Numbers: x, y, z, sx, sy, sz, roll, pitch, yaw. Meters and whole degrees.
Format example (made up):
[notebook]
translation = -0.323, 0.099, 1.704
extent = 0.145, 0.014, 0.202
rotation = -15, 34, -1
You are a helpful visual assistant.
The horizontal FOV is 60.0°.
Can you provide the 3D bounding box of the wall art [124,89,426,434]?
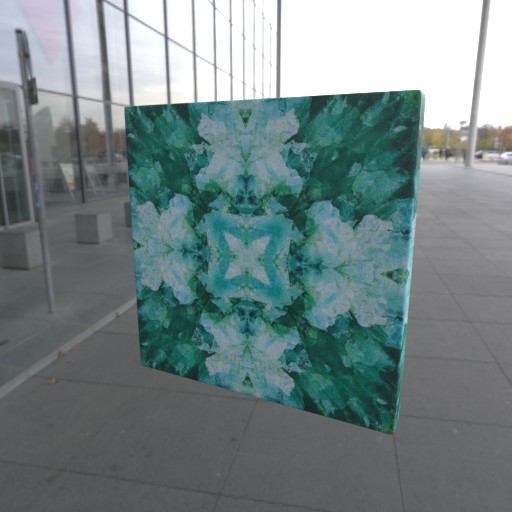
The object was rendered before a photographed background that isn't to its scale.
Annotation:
[wall art]
translation = 0.000, 0.000, 0.472
extent = 0.313, 0.313, 0.033
rotation = 7, 15, 26
